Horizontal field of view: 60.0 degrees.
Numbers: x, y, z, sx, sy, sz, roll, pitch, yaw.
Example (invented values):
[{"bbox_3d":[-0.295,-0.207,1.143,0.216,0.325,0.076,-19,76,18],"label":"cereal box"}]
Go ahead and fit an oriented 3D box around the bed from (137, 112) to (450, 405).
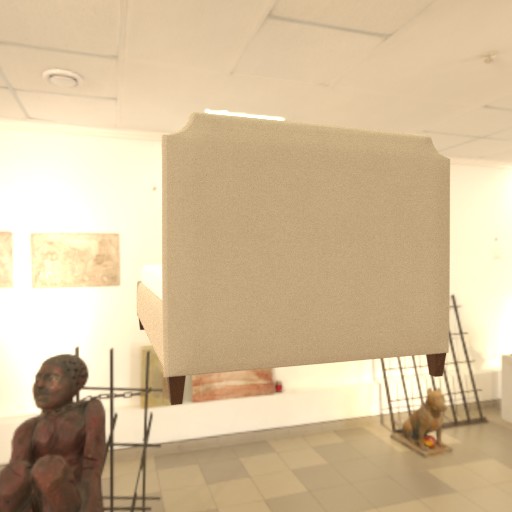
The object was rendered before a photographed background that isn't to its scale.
[{"bbox_3d":[0.000,0.000,3.489,1.713,1.443,2.372,0,0,-18],"label":"bed"}]
